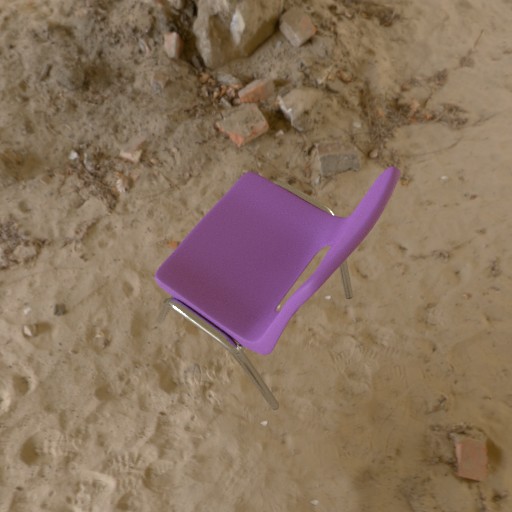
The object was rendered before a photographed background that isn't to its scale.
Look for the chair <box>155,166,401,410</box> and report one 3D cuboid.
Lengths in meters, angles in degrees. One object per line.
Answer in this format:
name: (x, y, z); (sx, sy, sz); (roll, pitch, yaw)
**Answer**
chair: (0.000, 0.000, 0.705); (0.301, 0.493, 0.291); (33, 68, 15)
